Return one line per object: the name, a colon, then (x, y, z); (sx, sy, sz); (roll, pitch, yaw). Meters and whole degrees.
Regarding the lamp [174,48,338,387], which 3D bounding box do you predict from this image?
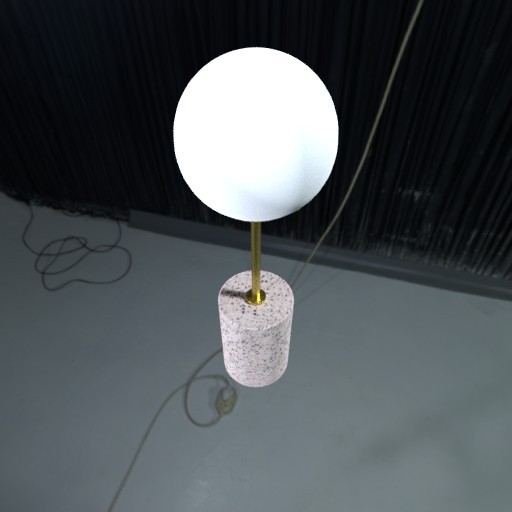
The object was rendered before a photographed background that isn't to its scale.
lamp: (0.000, 0.000, 0.538); (0.153, 0.480, 0.153); (0, 47, 0)
